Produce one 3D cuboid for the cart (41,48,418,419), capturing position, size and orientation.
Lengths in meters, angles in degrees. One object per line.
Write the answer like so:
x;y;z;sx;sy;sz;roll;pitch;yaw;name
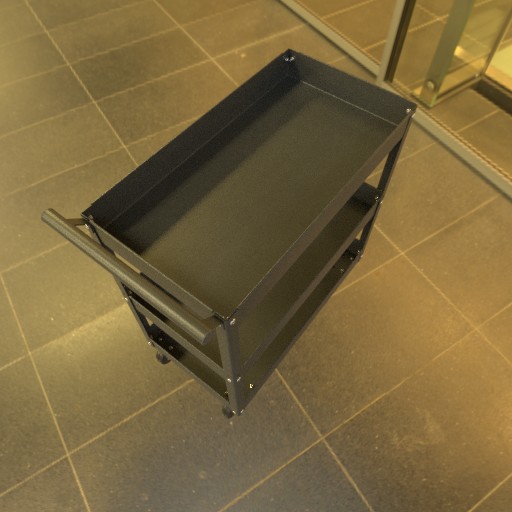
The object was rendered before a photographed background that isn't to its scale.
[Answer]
0.000;0.000;1.163;0.366;0.780;0.719;33;63;20;cart
